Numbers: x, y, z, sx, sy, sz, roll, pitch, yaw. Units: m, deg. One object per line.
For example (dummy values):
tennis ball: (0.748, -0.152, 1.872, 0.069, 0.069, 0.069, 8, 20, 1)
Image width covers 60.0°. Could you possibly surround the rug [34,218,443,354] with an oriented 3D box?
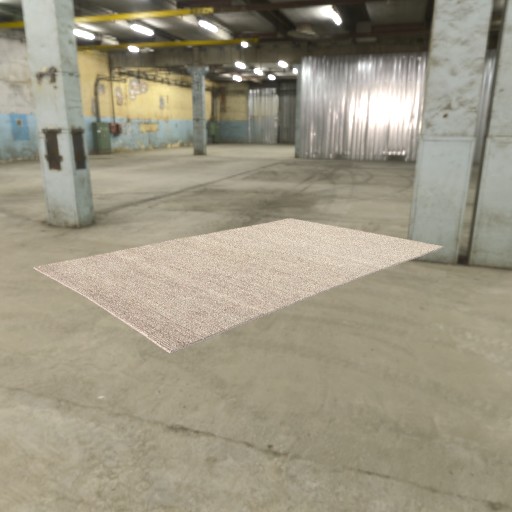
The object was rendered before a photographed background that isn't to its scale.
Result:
rug: (0.000, 0.000, 2.272, 1.792, 0.021, 1.154, -14, 21, -41)
